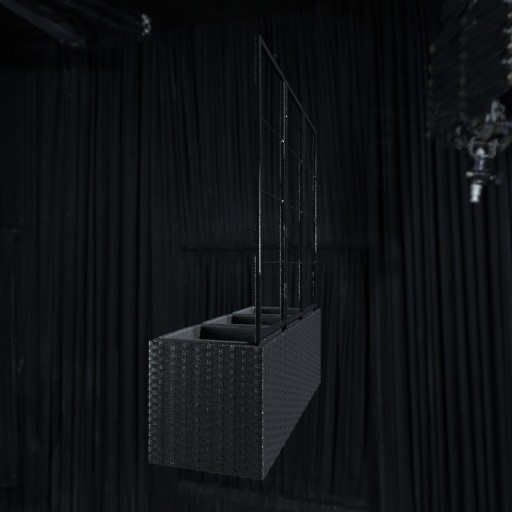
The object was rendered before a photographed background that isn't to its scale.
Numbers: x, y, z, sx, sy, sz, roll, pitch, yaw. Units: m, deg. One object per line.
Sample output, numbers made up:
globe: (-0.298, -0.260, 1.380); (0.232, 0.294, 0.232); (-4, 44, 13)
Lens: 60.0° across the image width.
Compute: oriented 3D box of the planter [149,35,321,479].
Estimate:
planter: (0.000, 0.000, 1.193); (0.244, 0.841, 0.698); (0, -1, 17)
